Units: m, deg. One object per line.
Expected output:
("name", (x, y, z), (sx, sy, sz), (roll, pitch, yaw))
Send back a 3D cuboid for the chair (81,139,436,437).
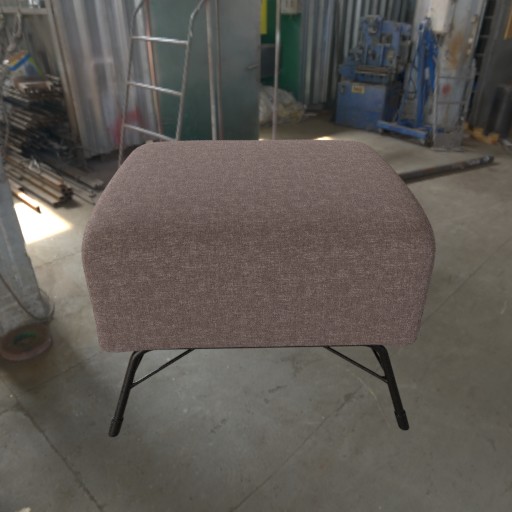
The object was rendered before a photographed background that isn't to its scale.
("chair", (0.000, 0.000, 0.899), (0.530, 0.410, 0.530), (-1, 30, -1))
